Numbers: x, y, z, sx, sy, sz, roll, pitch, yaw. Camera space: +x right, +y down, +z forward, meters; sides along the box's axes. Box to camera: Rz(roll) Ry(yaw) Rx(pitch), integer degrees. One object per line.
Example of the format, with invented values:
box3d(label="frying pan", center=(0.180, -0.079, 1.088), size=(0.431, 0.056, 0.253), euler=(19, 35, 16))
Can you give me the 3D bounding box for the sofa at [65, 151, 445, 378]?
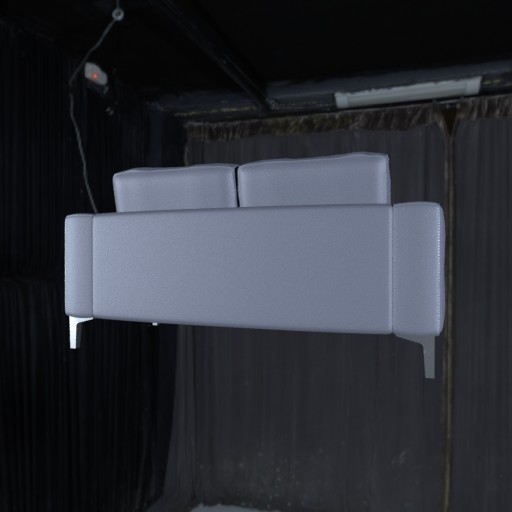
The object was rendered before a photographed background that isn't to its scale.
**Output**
box3d(label="sofa", center=(0.000, 0.000, 2.253), size=(1.726, 0.893, 0.833), euler=(0, 0, 19))
